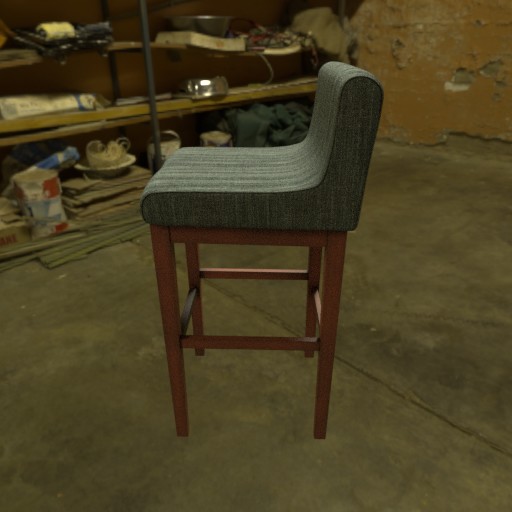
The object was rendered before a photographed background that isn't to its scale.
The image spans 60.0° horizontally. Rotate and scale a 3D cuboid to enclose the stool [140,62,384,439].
[{"bbox_3d":[0.000,0.000,1.214,0.499,0.965,0.426,1,26,1],"label":"stool"}]
